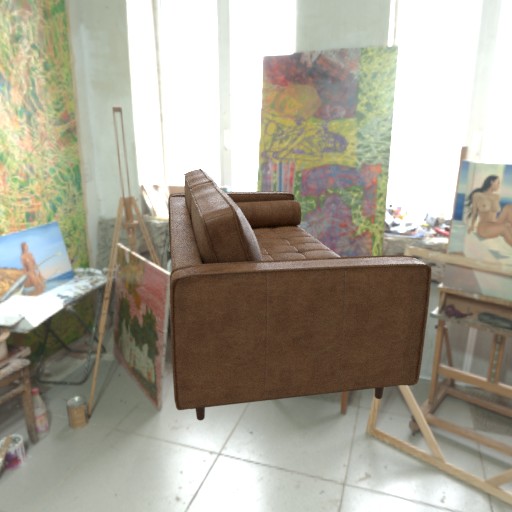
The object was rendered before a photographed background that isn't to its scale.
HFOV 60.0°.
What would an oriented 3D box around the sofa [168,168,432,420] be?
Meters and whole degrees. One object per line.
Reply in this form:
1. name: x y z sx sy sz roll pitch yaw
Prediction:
1. sofa: 0.000 0.000 2.404 0.924 0.825 1.920 -3 16 -11
